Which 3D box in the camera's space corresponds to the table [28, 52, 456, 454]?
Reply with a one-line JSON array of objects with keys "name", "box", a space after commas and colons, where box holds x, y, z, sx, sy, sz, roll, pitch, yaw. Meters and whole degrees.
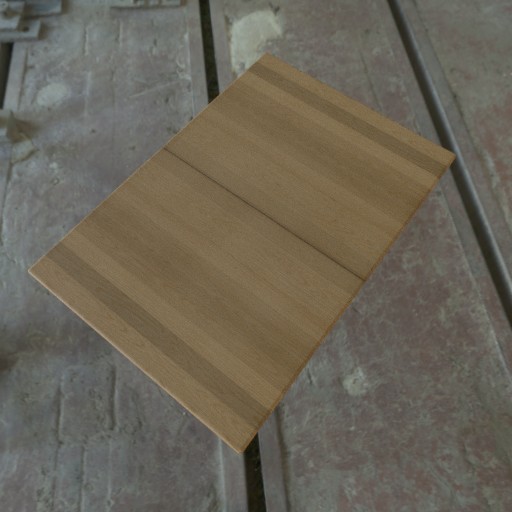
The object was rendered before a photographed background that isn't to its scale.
[{"name": "table", "box": [0.000, 0.000, 1.901, 0.900, 0.770, 1.300, 35, 69, 15]}]
